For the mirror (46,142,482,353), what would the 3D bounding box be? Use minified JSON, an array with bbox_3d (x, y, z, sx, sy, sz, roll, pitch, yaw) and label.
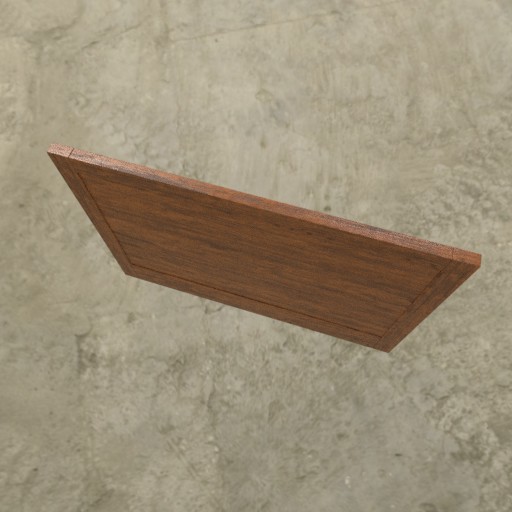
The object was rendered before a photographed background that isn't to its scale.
[{"bbox_3d":[0.000,0.000,0.997,0.758,0.537,0.084,16,65,8],"label":"mirror"}]
